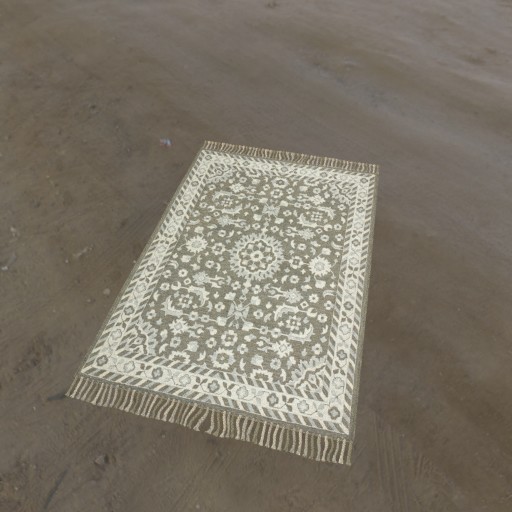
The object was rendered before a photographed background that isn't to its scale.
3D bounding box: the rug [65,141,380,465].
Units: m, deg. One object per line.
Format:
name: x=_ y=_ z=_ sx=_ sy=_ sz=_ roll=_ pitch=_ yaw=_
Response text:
rug: x=0.000 y=0.000 z=3.012 sx=1.530 sy=0.025 sz=2.431 roll=10 pitch=49 yaw=9
